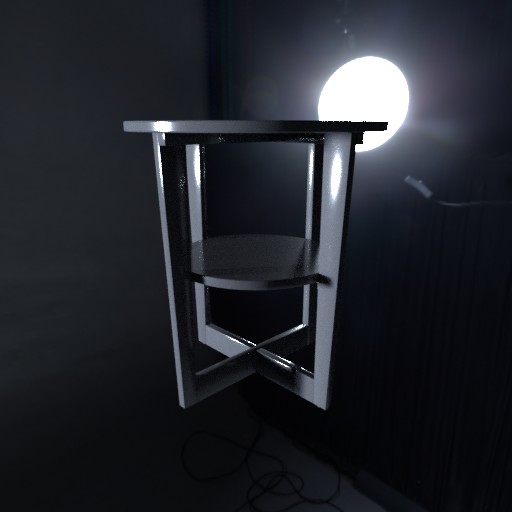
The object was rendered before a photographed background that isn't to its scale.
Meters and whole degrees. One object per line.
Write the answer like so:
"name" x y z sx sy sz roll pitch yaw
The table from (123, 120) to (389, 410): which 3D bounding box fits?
"table" 0.000 0.000 0.946 0.500 0.550 0.500 0 17 0
